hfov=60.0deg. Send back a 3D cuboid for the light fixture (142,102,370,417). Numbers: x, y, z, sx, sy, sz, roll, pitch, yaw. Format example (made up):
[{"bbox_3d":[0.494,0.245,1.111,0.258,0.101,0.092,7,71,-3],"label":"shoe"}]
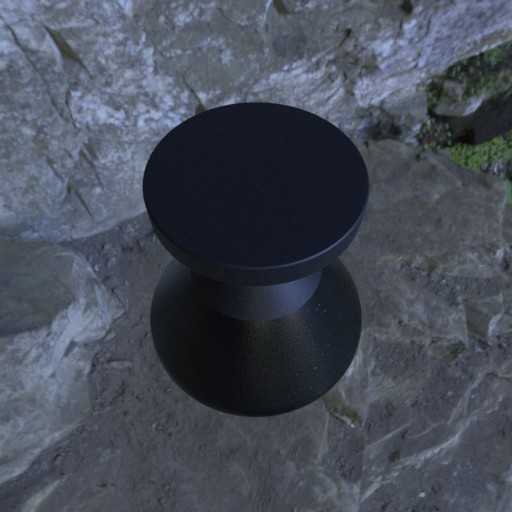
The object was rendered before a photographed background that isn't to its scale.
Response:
[{"bbox_3d":[0.000,0.000,0.348,0.200,0.183,0.200,0,56,0],"label":"light fixture"}]
